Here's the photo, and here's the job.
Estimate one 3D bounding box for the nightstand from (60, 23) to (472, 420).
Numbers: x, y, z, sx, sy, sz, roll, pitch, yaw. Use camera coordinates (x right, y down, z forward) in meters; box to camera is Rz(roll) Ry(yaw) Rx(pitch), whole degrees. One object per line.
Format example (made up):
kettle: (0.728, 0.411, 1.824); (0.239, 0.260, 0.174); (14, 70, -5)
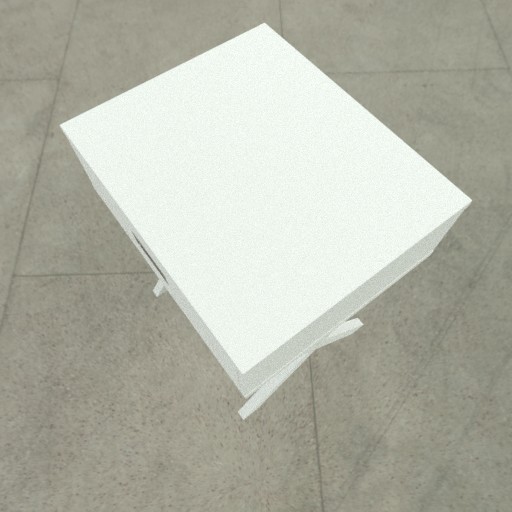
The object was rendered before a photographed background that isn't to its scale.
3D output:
nightstand: (0.000, 0.000, 0.932); (0.402, 0.623, 0.479); (-34, 68, -16)
